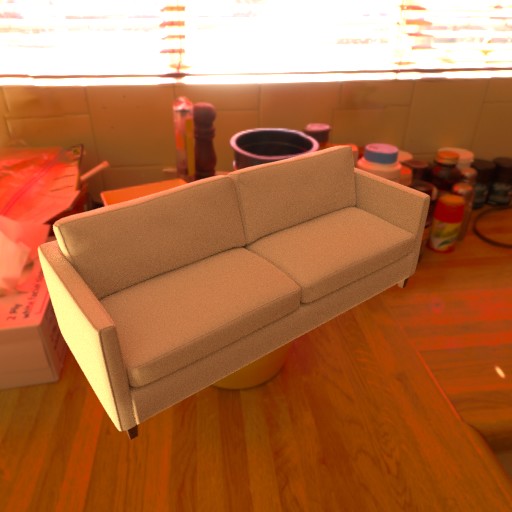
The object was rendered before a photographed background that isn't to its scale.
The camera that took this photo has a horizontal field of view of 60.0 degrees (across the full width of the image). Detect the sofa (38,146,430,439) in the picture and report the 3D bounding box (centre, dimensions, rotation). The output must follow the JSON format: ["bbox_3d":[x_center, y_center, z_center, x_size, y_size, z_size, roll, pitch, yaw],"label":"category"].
[{"bbox_3d":[0.000,0.000,2.868,2.361,0.962,0.951,-21,37,-31],"label":"sofa"}]
